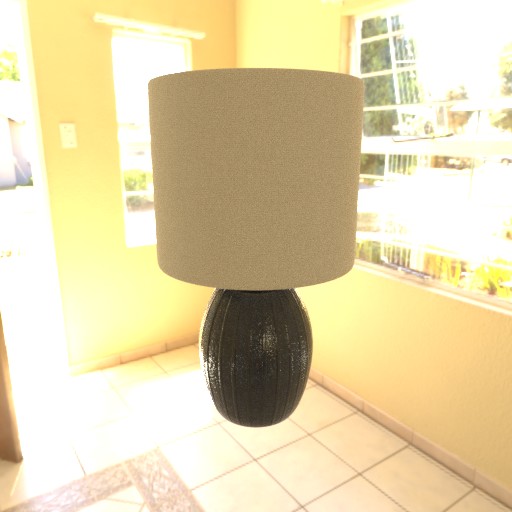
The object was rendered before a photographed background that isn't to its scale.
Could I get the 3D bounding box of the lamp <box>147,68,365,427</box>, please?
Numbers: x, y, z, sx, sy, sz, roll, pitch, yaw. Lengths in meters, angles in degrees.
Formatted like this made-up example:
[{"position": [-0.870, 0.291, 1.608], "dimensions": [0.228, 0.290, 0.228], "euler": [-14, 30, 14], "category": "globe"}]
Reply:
[{"position": [0.000, 0.000, 0.755], "dimensions": [0.329, 0.570, 0.329], "euler": [-14, 20, -43], "category": "lamp"}]
